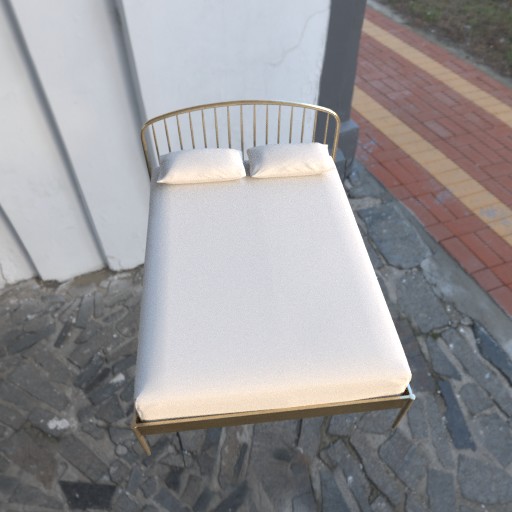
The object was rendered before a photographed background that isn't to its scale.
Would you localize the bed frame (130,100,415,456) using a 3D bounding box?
[{"bbox_3d":[0.000,0.000,3.092,1.612,1.175,2.152,-5,48,-4],"label":"bed frame"}]
